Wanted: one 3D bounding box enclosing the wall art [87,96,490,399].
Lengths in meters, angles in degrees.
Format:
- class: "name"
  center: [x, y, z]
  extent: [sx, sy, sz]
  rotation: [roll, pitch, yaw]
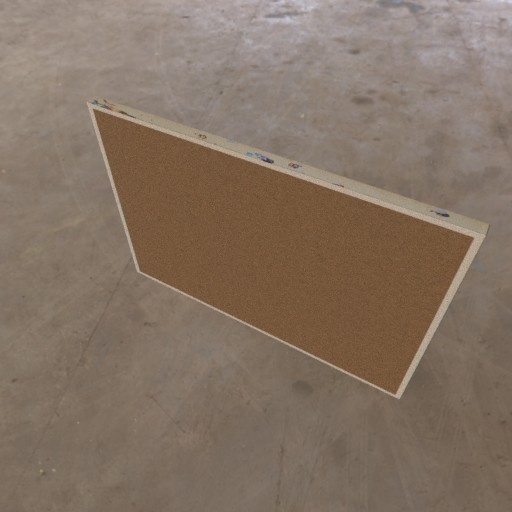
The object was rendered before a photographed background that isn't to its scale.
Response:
- class: "wall art"
  center: [0.000, 0.000, 1.411]
  extent: [1.136, 0.769, 0.040]
  rotation: [23, 51, 20]
